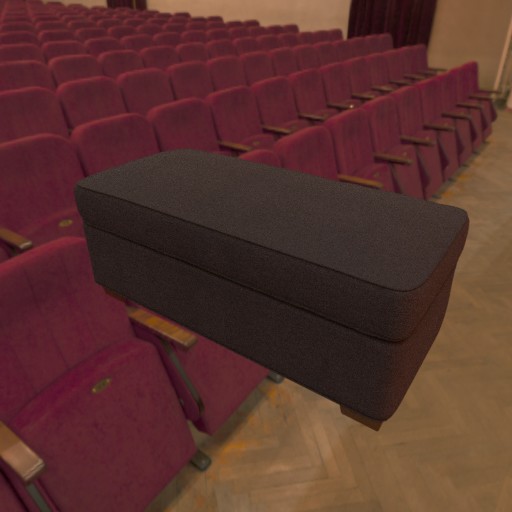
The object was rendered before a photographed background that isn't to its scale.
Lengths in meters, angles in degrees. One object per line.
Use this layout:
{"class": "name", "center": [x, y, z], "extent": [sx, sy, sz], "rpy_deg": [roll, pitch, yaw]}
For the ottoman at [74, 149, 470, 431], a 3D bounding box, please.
{"class": "ottoman", "center": [0.000, 0.000, 1.397], "extent": [1.110, 0.460, 0.515], "rpy_deg": [19, 35, 30]}
